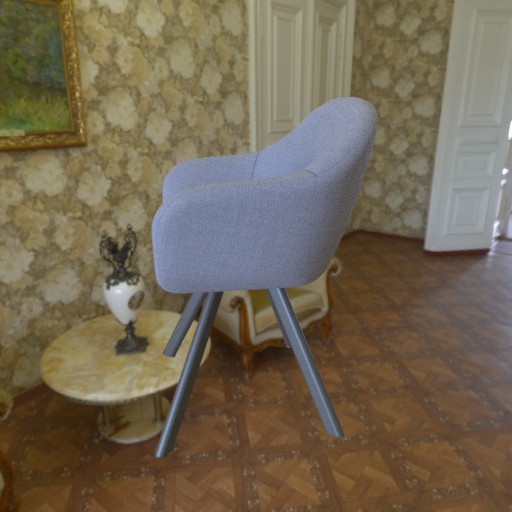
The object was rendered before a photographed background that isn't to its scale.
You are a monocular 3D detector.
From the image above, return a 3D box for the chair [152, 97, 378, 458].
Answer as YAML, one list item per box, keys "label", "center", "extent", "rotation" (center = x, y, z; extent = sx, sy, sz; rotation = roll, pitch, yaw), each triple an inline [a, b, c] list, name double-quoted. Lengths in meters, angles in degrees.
- label: "chair"
  center: [0.000, 0.000, 1.172]
  extent: [0.550, 0.795, 0.590]
  rotation: [-3, 18, -9]
